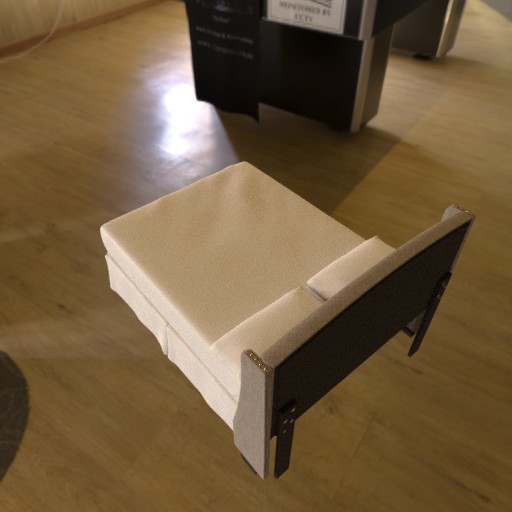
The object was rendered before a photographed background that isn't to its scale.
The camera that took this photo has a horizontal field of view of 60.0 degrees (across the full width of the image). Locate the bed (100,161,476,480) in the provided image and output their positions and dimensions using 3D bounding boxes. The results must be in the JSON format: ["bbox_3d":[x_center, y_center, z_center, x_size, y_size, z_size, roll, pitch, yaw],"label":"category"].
[{"bbox_3d":[0.000,0.000,3.338,1.710,1.407,2.237,-30,52,-27],"label":"bed"}]
